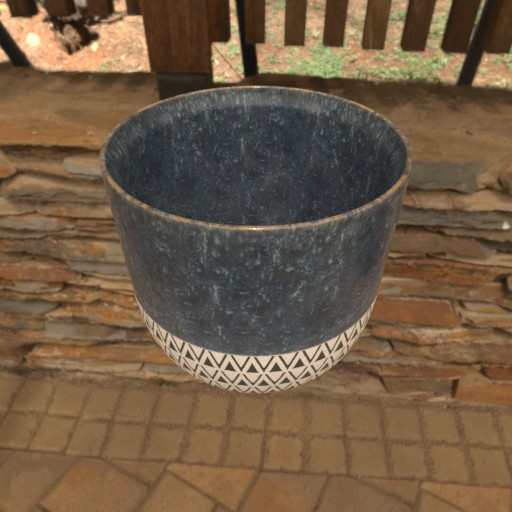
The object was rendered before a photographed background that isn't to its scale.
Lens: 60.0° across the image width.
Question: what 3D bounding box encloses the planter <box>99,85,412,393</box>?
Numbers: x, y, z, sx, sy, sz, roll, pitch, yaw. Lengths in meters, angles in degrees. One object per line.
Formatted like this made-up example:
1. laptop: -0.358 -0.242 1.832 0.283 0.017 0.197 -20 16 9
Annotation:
1. planter: 0.000 0.000 0.475 0.266 0.270 0.266 0 40 0
